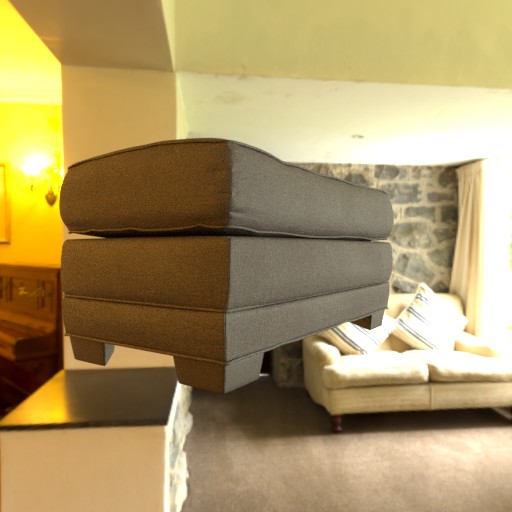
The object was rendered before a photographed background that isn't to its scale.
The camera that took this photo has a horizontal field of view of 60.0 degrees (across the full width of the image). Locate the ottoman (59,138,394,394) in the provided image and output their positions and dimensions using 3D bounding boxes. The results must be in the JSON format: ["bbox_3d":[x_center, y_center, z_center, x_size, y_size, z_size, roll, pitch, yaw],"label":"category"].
[{"bbox_3d":[0.000,0.000,1.179,0.490,0.448,0.864,1,1,34],"label":"ottoman"}]
